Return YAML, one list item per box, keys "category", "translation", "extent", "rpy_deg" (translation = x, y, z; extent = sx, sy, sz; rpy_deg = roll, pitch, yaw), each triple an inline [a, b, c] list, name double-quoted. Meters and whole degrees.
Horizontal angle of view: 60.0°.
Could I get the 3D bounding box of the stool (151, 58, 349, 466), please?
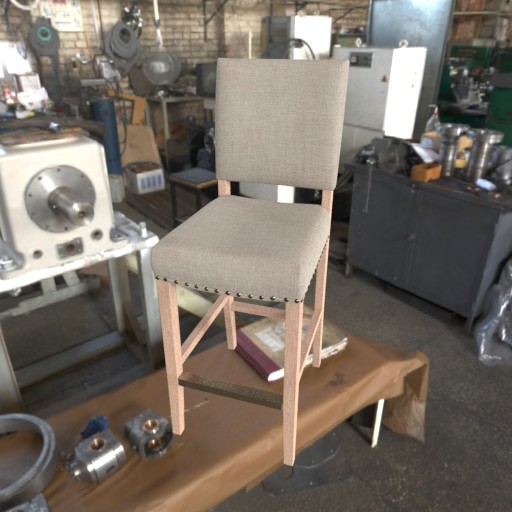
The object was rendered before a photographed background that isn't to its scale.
- category: "stool"
  translation: [0.000, 0.000, 1.460]
  extent: [0.445, 1.173, 0.585]
  rpy_deg: [8, 27, 16]
